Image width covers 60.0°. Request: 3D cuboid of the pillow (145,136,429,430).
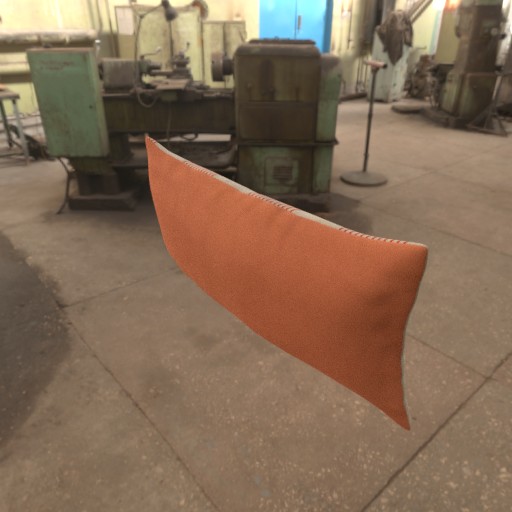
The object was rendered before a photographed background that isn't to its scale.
[{"bbox_3d":[0.000,0.000,0.719,0.156,0.292,0.608,-20,34,-33],"label":"pillow"}]
